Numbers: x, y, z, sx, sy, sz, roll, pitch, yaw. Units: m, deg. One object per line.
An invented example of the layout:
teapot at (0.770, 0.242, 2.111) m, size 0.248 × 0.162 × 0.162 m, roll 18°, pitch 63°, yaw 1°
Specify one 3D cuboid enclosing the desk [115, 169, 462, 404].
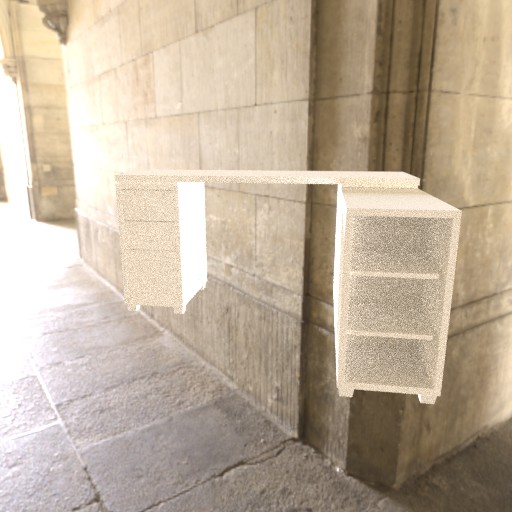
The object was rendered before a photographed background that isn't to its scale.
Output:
desk at (0.000, 0.000, 2.189) m, size 1.524 × 0.759 × 1.199 m, roll 2°, pitch 14°, yaw 9°
